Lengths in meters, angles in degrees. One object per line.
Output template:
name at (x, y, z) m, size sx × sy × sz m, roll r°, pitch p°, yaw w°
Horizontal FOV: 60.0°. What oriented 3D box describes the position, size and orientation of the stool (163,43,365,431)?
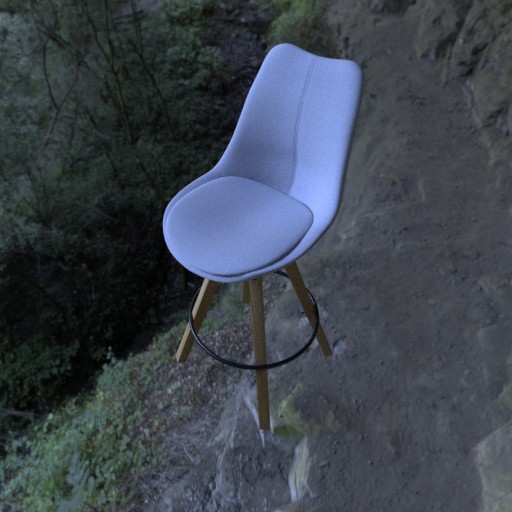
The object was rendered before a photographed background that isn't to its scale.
stool at (0.000, 0.000, 1.419) m, size 0.484 × 1.115 × 0.550 m, roll 30°, pitch 51°, yaw 28°
